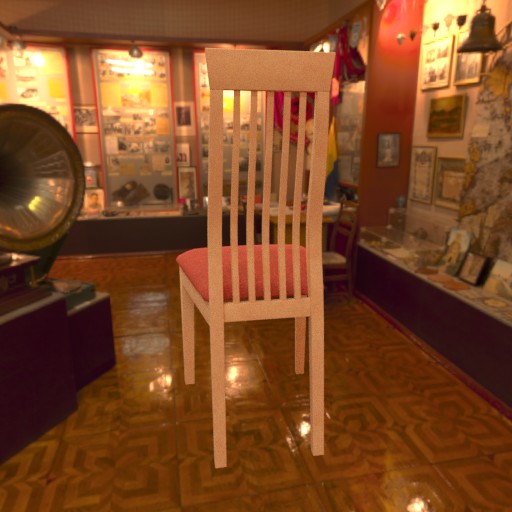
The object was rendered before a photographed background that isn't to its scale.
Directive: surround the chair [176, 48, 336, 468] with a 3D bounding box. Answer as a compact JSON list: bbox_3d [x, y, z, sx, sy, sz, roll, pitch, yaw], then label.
[{"bbox_3d":[0.000,0.000,1.283,0.460,1.027,0.474,-3,15,-10],"label":"chair"}]
